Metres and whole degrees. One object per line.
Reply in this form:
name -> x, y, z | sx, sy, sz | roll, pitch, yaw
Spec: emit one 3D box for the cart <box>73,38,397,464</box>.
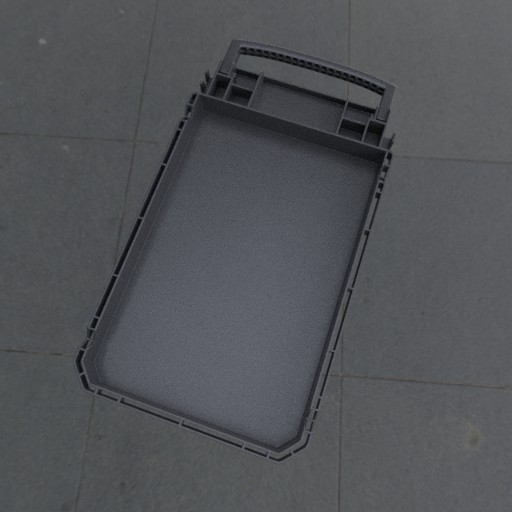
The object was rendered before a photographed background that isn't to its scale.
cart -> 0.000, 0.000, 1.742 | 0.674, 0.884, 1.239 | 18, 76, 5
